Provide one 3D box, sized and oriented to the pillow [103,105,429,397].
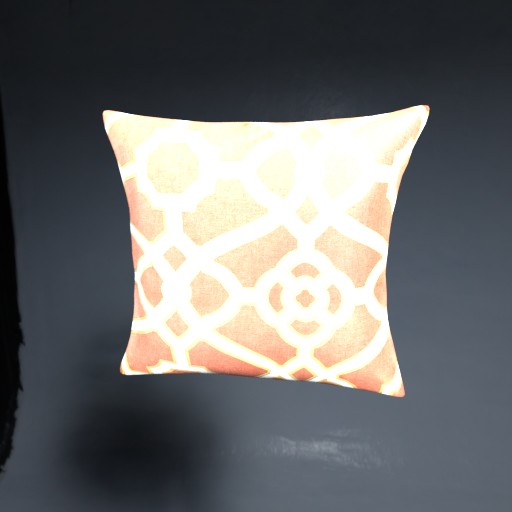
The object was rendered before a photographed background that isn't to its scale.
[{"bbox_3d":[0.000,0.000,0.797,0.552,0.508,0.166,2,14,9],"label":"pillow"}]
